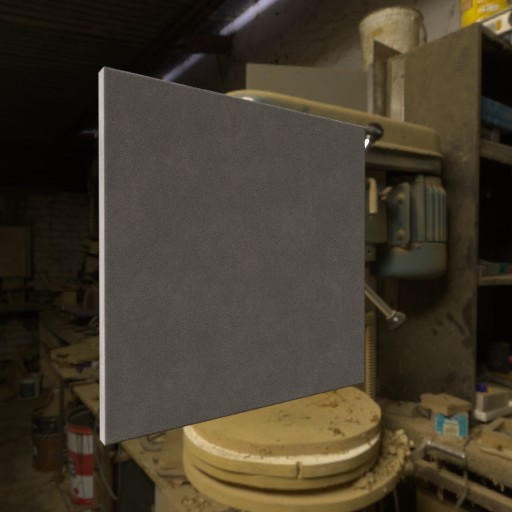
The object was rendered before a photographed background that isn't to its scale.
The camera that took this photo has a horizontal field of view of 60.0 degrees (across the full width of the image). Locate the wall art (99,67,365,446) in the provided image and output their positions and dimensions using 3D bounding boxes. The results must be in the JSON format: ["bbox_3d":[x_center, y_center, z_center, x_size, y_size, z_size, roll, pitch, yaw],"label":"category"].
[{"bbox_3d":[0.000,0.000,0.445,0.303,0.303,0.015,0,1,-34],"label":"wall art"}]
